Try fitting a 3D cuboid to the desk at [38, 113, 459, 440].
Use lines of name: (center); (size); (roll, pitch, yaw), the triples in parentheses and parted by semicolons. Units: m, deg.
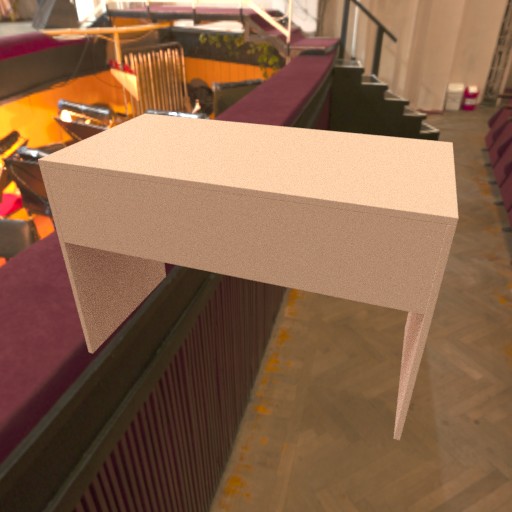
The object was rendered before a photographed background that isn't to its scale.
desk: (0.000, 0.000, 1.500); (1.100, 0.730, 0.560); (10, 33, 17)
